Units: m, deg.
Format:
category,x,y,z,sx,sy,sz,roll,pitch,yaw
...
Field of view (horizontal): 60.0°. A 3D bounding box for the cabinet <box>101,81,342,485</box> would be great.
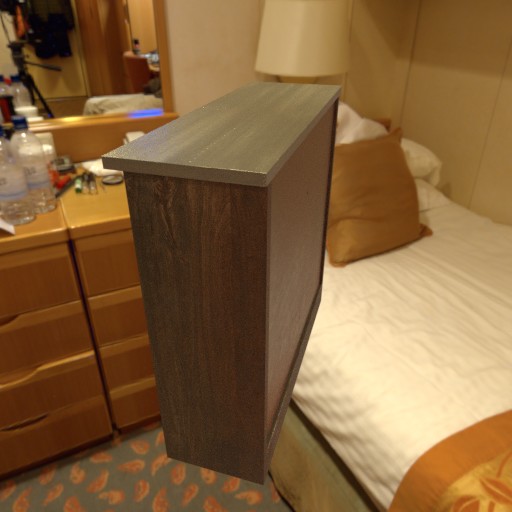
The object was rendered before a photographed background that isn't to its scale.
category,x,y,z,sx,sy,sz,roll,pitch,yaw
cabinet,0.000,0.000,1.441,0.338,0.919,0.968,9,31,15
